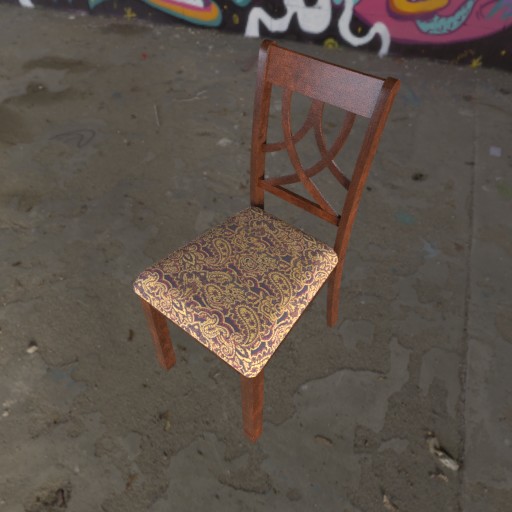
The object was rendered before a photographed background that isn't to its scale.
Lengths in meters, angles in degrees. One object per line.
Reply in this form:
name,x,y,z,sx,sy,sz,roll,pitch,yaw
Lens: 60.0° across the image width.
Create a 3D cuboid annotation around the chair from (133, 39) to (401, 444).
chair,0.000,0.000,1.289,0.457,0.965,0.584,31,53,26
